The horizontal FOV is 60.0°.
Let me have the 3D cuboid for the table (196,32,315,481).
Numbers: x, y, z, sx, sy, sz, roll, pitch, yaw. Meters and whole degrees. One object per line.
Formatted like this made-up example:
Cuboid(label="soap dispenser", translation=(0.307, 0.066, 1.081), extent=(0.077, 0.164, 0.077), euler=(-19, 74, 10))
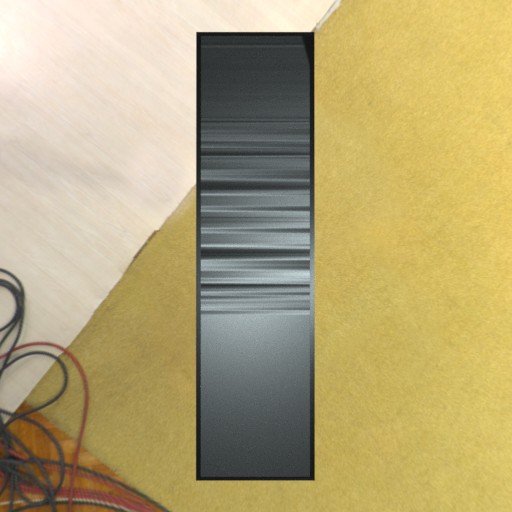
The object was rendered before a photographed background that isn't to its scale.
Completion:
Cuboid(label="table", translation=(0.000, 0.000, 1.666), extent=(0.399, 0.395, 1.486), euler=(0, 90, 0))
